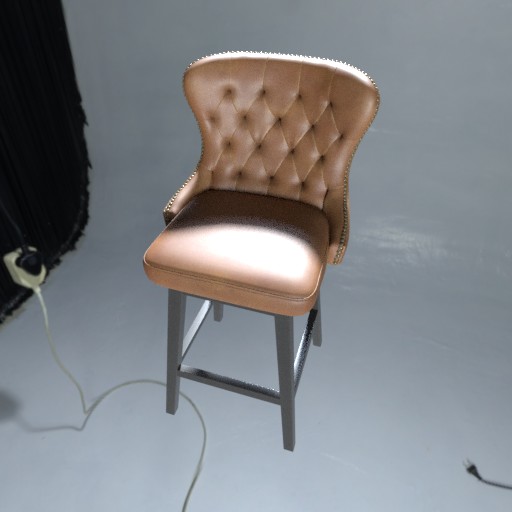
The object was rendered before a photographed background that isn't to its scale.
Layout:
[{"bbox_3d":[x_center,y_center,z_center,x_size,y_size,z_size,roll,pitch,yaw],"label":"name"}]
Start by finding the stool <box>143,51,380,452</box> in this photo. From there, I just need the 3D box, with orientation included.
[{"bbox_3d":[0.000,0.000,1.296,0.528,0.971,0.593,12,42,13],"label":"stool"}]
